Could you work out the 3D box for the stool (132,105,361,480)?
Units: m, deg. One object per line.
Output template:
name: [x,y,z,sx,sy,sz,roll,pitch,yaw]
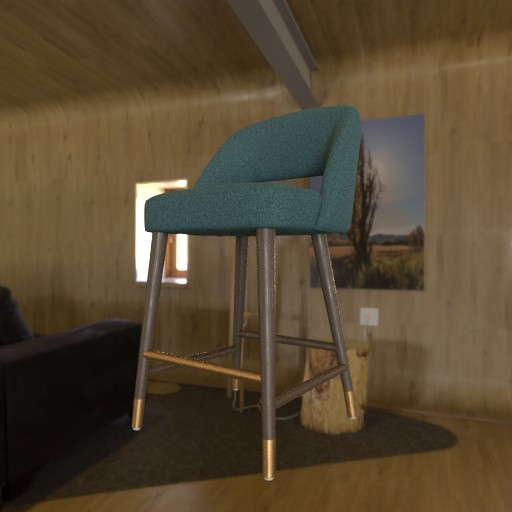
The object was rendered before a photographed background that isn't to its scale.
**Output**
stool: [0.000,0.000,1.264,0.536,0.939,0.522,1,1,37]
